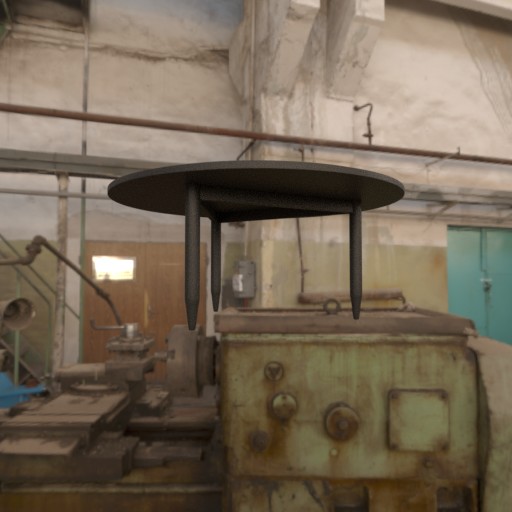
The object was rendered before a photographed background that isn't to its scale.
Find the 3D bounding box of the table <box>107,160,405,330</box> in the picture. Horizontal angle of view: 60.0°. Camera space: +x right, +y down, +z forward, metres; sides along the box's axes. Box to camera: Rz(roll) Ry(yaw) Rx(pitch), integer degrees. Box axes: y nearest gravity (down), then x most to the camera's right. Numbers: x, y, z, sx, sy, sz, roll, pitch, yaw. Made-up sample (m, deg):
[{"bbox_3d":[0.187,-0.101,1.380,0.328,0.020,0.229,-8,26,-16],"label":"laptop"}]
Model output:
[{"bbox_3d":[0.000,0.000,1.408,0.900,0.400,0.900,0,-2,0],"label":"table"}]
